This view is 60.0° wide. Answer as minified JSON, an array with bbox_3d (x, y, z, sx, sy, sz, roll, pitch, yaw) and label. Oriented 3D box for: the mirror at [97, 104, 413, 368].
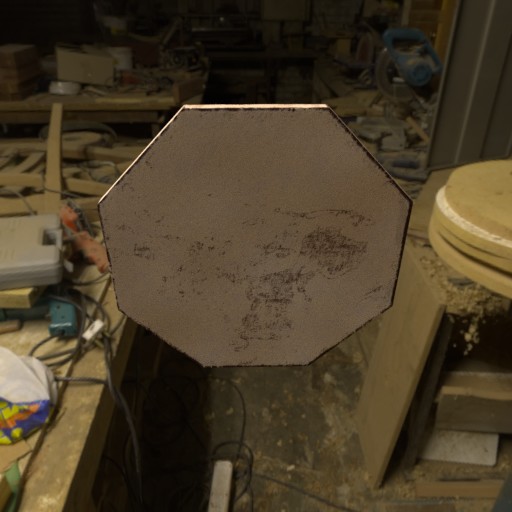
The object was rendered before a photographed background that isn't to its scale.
[{"bbox_3d":[0.000,0.000,0.988,0.648,0.648,0.031,-1,31,-1],"label":"mirror"}]
